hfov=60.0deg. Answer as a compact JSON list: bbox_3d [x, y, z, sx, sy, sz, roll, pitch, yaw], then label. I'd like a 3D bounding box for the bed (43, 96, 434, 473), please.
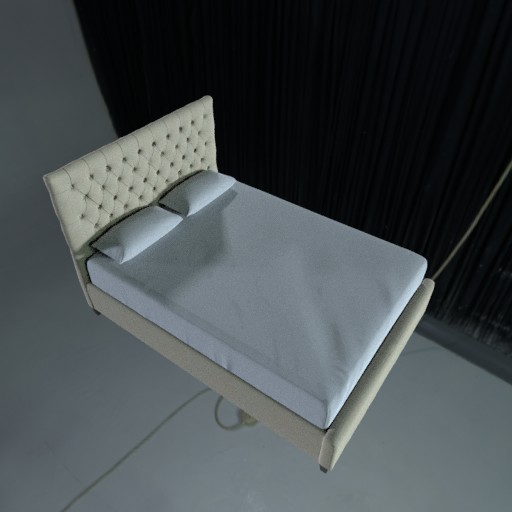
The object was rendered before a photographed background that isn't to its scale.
[{"bbox_3d":[0.000,0.000,3.421,2.387,1.427,1.698,26,48,26],"label":"bed"}]
